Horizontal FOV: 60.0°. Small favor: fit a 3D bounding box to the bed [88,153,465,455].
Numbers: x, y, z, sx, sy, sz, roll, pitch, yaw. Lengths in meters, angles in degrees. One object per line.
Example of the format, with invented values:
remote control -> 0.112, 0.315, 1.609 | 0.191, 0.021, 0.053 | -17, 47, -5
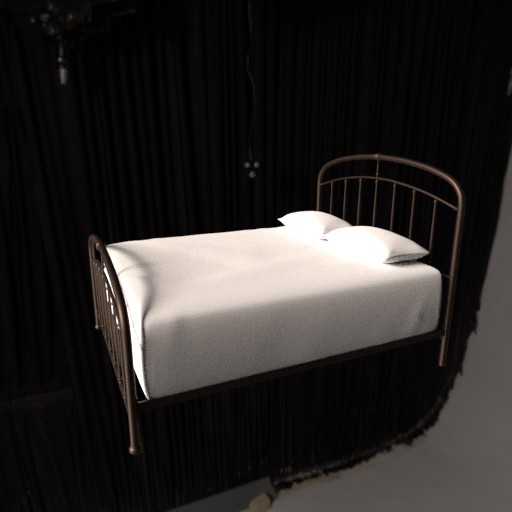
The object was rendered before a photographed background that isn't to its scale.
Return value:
bed -> 0.000, 0.000, 3.218 | 2.180, 1.425, 1.711 | -7, 17, -24
